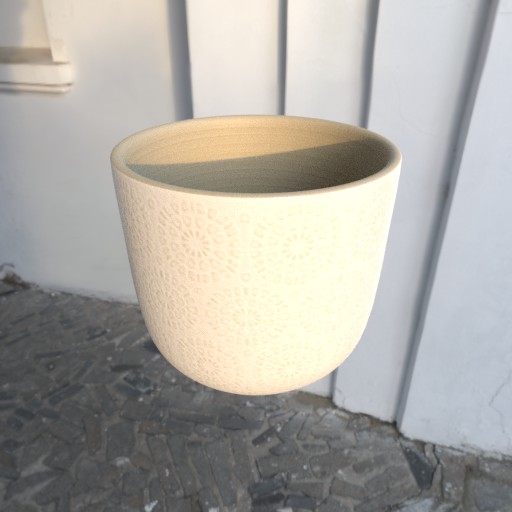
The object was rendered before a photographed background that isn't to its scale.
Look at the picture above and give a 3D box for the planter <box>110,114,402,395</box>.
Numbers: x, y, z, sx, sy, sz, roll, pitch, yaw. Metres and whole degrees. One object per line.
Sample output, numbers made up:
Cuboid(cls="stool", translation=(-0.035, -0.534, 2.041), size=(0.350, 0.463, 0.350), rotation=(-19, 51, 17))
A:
Cuboid(cls="planter", translation=(0.000, 0.000, 0.374), size=(0.208, 0.190, 0.208), rotation=(0, 29, 0))
